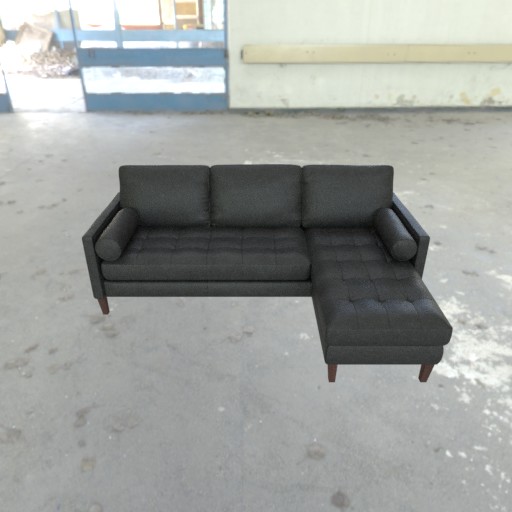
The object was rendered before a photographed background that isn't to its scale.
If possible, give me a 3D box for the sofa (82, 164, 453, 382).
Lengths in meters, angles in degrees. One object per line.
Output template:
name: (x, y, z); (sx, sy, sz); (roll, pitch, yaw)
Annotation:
sofa: (0.000, 0.000, 2.883); (2.178, 0.876, 1.497); (0, 28, 0)
